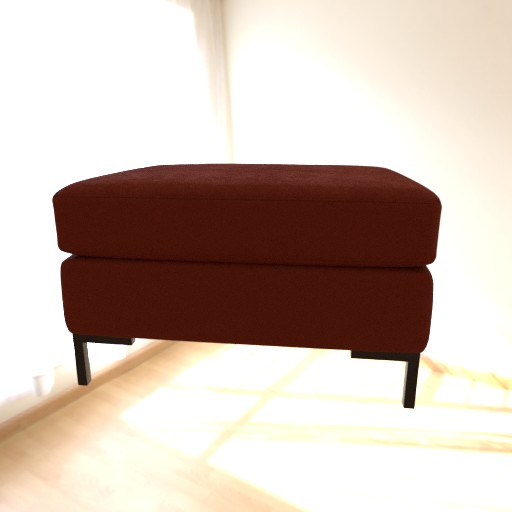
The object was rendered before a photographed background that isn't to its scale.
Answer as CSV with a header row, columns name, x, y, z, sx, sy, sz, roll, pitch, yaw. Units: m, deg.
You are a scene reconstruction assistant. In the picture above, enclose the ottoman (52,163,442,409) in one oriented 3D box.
name,x,y,z,sx,sy,sz,roll,pitch,yaw
ottoman,0.000,0.000,1.186,0.782,0.462,0.650,2,16,7
